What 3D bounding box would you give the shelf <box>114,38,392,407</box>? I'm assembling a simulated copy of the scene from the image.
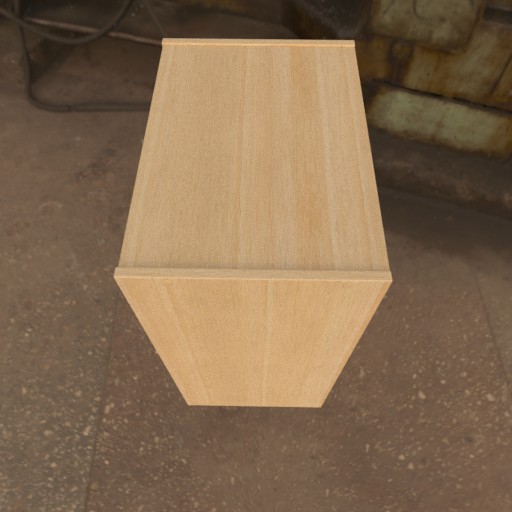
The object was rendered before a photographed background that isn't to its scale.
[{"bbox_3d":[0.000,0.000,0.819,0.290,0.592,0.414,1,59,1],"label":"shelf"}]
